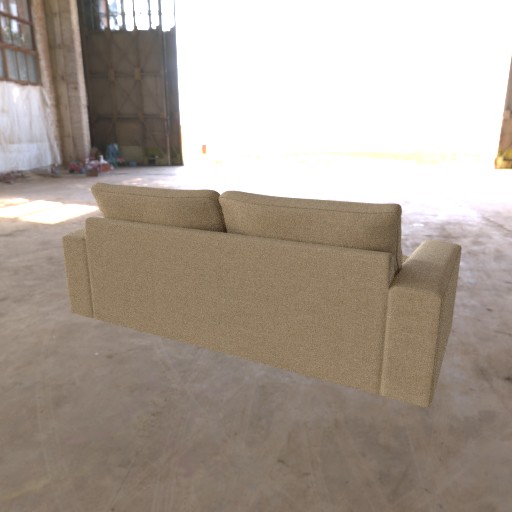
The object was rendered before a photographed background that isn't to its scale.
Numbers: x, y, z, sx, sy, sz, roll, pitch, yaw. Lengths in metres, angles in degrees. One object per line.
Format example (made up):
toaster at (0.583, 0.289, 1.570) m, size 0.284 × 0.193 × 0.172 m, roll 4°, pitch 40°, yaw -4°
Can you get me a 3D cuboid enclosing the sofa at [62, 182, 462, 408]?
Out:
sofa at (0.000, 0.000, 2.800) m, size 2.299 × 0.922 × 1.040 m, roll 8°, pitch 18°, yaw 27°
